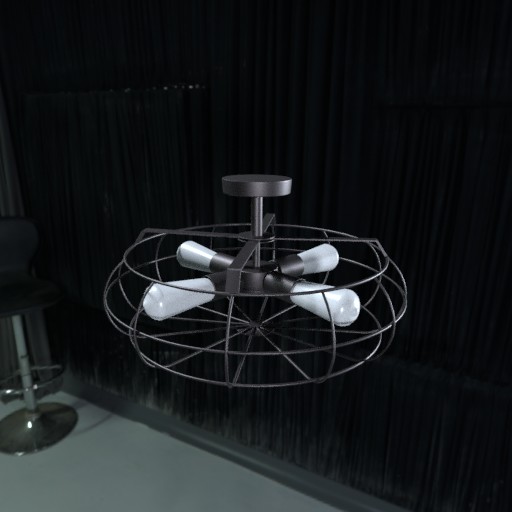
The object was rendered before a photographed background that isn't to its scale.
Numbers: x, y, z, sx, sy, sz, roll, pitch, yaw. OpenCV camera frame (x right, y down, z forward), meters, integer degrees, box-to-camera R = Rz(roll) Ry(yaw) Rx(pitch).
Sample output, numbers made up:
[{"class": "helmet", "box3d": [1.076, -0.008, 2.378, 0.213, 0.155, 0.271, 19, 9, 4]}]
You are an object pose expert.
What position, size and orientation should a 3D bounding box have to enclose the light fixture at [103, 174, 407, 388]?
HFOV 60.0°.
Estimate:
[{"class": "light fixture", "box3d": [0.000, 0.000, 0.882, 0.582, 0.311, 0.582, 0, 17, 0]}]
